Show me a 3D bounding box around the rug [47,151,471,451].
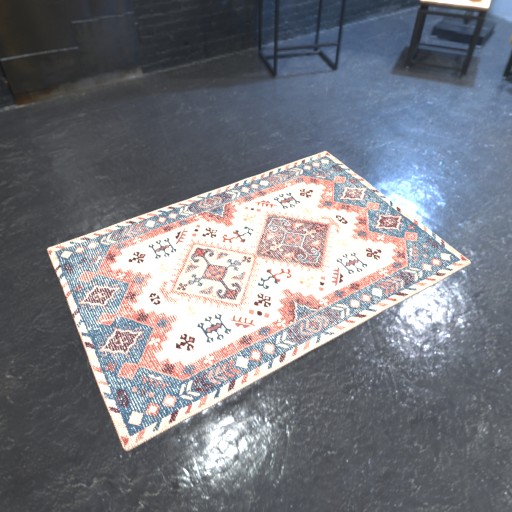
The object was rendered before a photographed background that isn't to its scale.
[{"bbox_3d":[0.000,0.000,2.289,1.840,0.015,1.225,-23,50,-21],"label":"rug"}]
